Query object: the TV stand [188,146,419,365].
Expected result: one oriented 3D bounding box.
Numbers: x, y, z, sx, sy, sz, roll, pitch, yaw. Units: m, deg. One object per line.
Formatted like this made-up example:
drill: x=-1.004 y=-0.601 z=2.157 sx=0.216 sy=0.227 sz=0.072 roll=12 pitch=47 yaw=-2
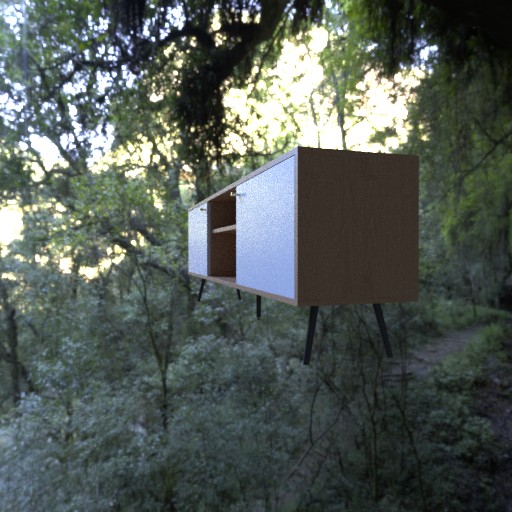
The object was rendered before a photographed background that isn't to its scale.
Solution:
TV stand: x=0.000 y=0.000 z=2.028 sx=0.400 sy=0.580 sz=1.760 roll=0 pitch=1 yaw=-18
